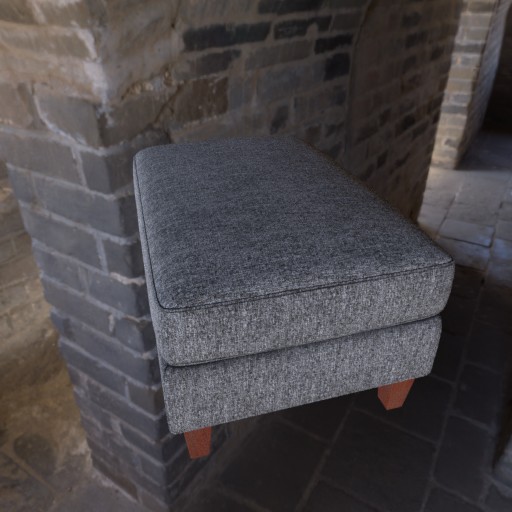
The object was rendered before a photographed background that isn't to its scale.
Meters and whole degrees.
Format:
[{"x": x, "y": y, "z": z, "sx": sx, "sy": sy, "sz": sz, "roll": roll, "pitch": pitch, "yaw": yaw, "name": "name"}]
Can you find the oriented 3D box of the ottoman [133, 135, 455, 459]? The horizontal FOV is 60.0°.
[{"x": 0.000, "y": 0.000, "z": 1.198, "sx": 0.584, "sy": 0.483, "sz": 0.864, "roll": -8, "pitch": 32, "yaw": -14, "name": "ottoman"}]
